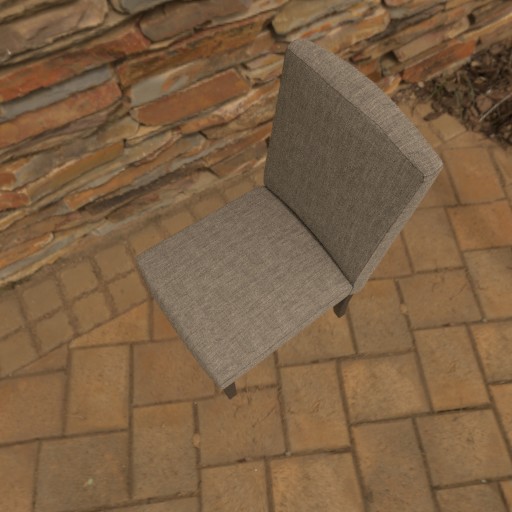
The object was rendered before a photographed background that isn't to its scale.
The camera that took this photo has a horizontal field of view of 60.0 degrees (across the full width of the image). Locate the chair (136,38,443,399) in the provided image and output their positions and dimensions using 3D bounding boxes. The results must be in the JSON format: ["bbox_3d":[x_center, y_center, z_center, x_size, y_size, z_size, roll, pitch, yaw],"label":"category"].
[{"bbox_3d":[0.000,0.000,1.223,0.580,0.917,0.451,-33,69,-15],"label":"chair"}]
